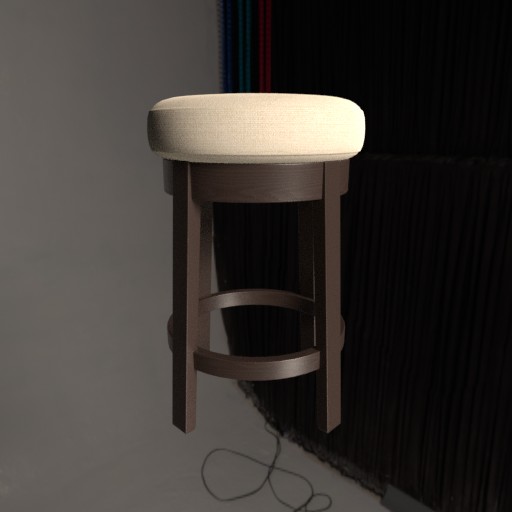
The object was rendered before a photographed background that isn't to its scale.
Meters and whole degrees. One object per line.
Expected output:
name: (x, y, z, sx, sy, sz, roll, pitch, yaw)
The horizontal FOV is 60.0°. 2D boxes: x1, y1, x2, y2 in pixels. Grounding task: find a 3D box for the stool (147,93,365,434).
stool: (0.000, 0.000, 0.970, 0.449, 0.655, 0.449, 0, 16, 0)
